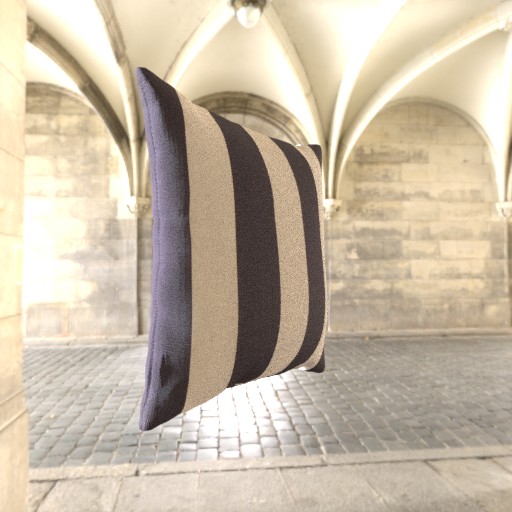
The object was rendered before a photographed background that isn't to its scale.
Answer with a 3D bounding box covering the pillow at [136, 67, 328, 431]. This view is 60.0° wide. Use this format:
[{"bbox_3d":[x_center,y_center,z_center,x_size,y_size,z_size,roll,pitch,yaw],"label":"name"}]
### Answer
[{"bbox_3d":[0.000,0.000,0.825,0.189,0.526,0.536,-1,-2,36],"label":"pillow"}]
